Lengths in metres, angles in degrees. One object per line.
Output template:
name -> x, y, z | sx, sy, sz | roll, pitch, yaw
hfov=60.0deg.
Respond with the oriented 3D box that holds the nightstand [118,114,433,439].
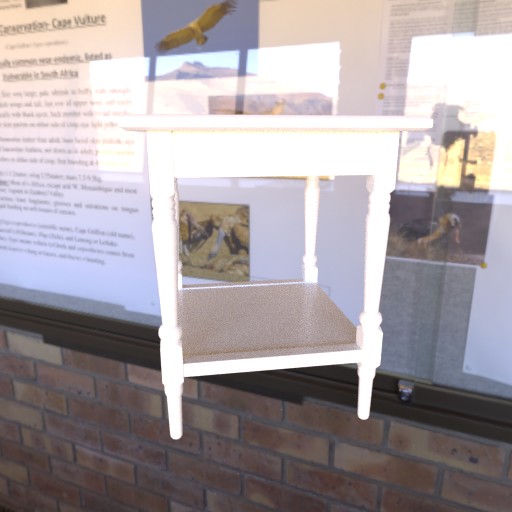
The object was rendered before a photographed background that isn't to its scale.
nightstand -> 0.000, 0.000, 0.944 | 0.459, 0.555, 0.505 | -2, 16, -9
